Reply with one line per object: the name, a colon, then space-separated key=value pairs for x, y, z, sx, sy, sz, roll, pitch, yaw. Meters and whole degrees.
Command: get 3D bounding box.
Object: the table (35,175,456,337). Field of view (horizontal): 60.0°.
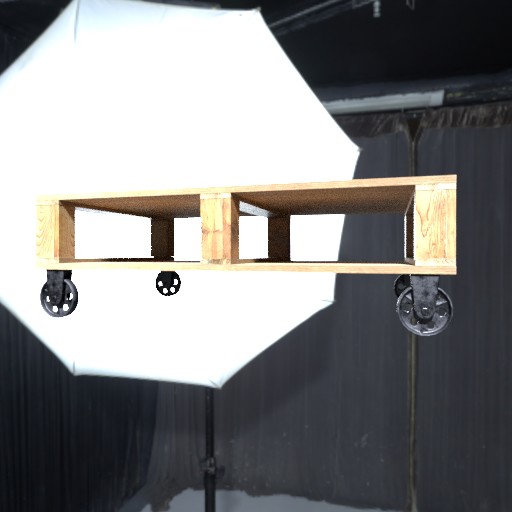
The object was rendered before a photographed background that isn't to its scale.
table: x=0.000 y=0.000 z=1.695 sx=1.299 sy=0.413 sz=0.827 roll=0 pitch=0 yaw=17
